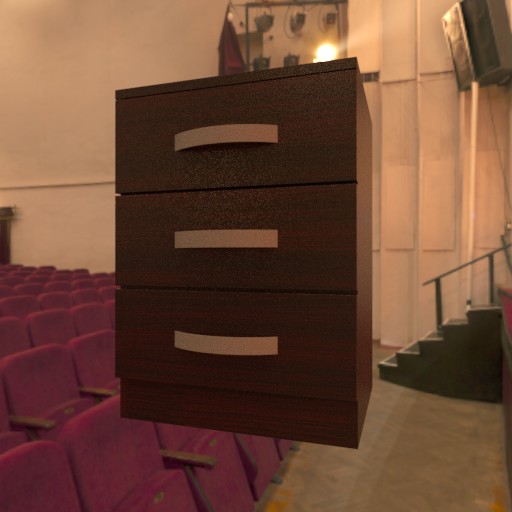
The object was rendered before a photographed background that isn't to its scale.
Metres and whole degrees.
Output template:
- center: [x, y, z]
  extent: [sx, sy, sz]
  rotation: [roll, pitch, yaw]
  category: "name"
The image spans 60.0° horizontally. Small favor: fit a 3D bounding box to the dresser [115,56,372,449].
- center: [0.000, 0.000, 0.831]
  extent: [0.400, 0.560, 0.360]
  rotation: [0, 0, 18]
  category: "dresser"
